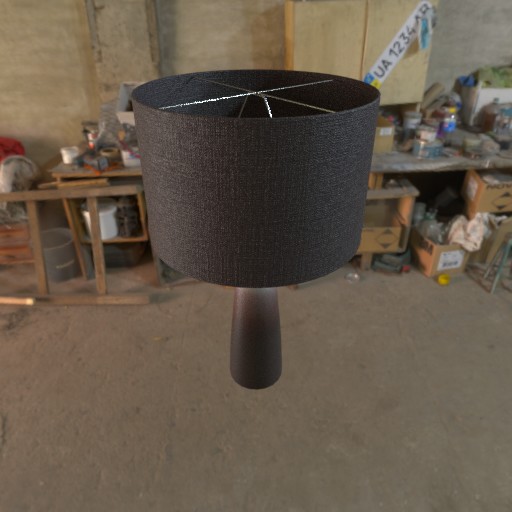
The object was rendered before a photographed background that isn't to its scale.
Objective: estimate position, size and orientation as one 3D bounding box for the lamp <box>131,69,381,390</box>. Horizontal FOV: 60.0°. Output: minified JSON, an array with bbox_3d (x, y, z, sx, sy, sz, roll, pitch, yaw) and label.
[{"bbox_3d":[0.000,0.000,0.678,0.303,0.488,0.303,0,31,0],"label":"lamp"}]
